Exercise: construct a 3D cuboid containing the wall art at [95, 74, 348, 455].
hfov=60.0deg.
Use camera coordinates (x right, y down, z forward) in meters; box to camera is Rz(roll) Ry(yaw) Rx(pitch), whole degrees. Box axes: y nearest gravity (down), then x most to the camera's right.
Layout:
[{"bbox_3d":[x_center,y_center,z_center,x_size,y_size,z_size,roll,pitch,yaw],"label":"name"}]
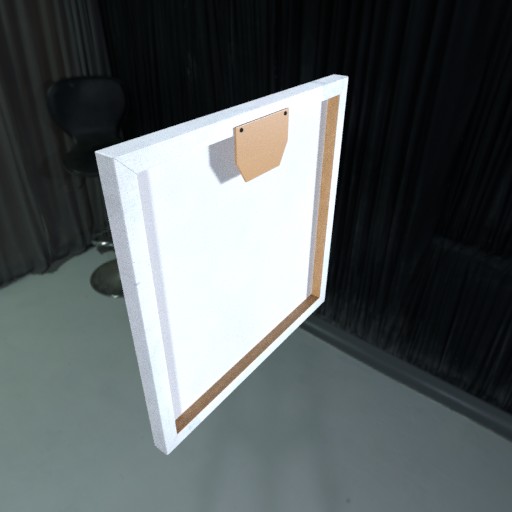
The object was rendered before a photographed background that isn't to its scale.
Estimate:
[{"bbox_3d":[0.000,0.000,0.907,0.044,0.605,0.605,23,39,31],"label":"wall art"}]
